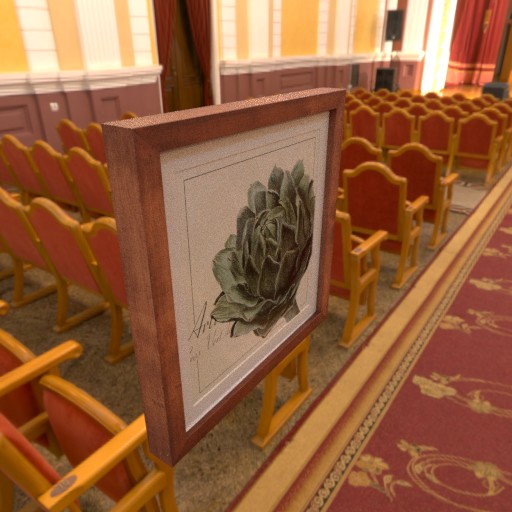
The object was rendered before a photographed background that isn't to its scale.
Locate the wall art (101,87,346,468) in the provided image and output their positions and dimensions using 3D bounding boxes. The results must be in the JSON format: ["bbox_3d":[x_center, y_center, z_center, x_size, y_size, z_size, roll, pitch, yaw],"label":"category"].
[{"bbox_3d":[0.000,0.000,0.582,0.038,0.385,0.386,17,31,32],"label":"wall art"}]
